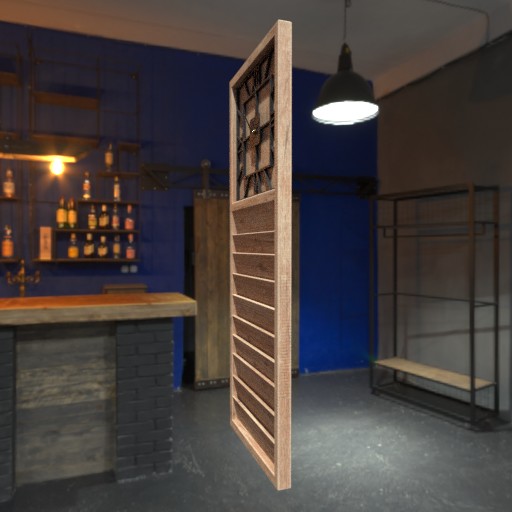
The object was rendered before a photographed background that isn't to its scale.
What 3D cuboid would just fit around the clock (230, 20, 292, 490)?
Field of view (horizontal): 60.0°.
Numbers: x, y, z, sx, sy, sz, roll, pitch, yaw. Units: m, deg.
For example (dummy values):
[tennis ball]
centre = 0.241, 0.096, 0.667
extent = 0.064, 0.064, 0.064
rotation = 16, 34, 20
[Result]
[clock]
centre = 0.000, 0.000, 1.082
extent = 0.030, 0.965, 0.361
rotation = 0, 1, -19
